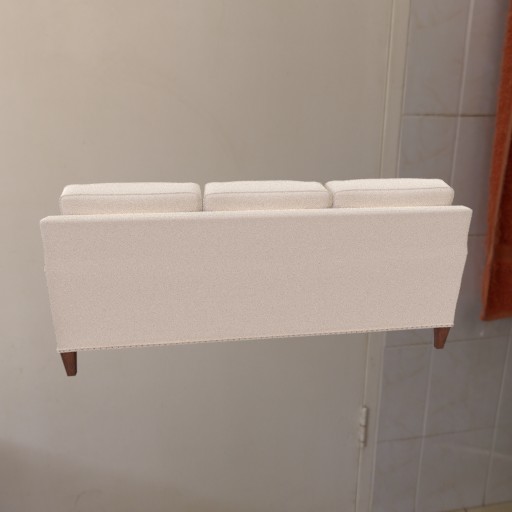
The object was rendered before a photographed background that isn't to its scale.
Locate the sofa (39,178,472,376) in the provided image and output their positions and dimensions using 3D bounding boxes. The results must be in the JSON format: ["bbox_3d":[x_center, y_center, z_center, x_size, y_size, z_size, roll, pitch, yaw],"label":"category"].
[{"bbox_3d":[0.000,0.000,2.771,2.246,1.003,1.084,-2,16,-8],"label":"sofa"}]
